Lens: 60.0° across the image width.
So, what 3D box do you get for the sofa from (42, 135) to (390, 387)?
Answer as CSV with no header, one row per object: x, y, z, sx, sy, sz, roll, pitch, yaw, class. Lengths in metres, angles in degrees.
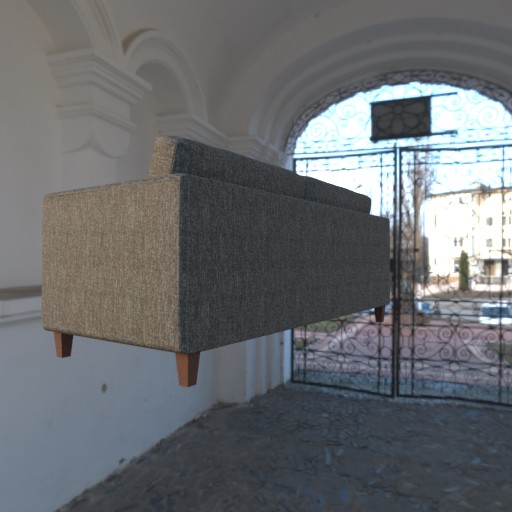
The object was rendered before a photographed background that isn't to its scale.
0.000,0.000,2.688,0.948,0.960,2.208,0,0,35,sofa
